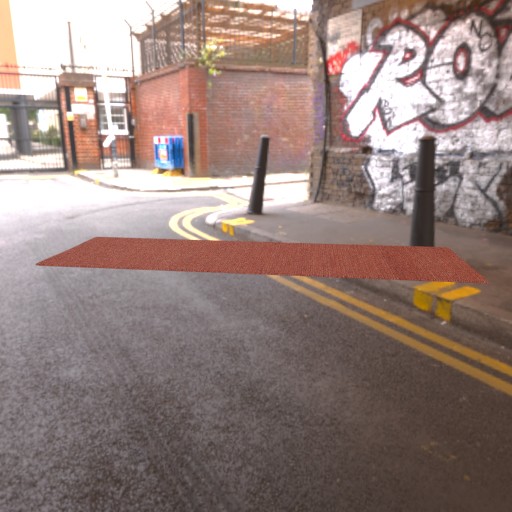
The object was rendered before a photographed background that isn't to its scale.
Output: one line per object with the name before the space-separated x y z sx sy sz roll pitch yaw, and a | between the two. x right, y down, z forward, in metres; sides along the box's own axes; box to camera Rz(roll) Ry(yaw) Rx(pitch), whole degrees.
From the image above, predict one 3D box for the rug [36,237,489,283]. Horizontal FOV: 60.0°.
rug | 0.000 0.000 2.555 2.307 0.012 0.687 2 15 7
